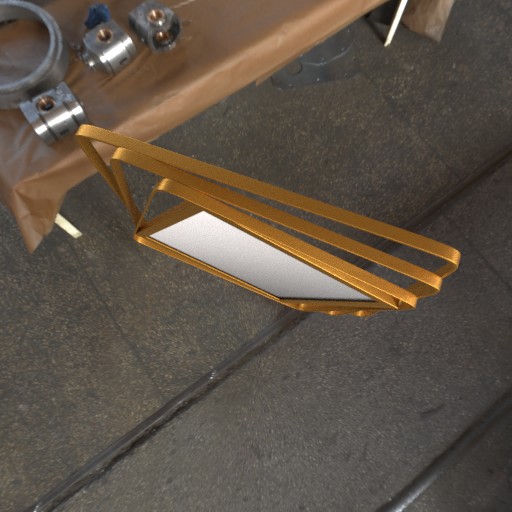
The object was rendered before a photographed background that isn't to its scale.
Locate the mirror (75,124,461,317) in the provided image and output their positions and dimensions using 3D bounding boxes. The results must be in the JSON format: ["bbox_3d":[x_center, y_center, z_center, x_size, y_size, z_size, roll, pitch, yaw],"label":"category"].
[{"bbox_3d":[0.000,0.000,0.702,0.470,0.468,0.045,19,76,5],"label":"mirror"}]
